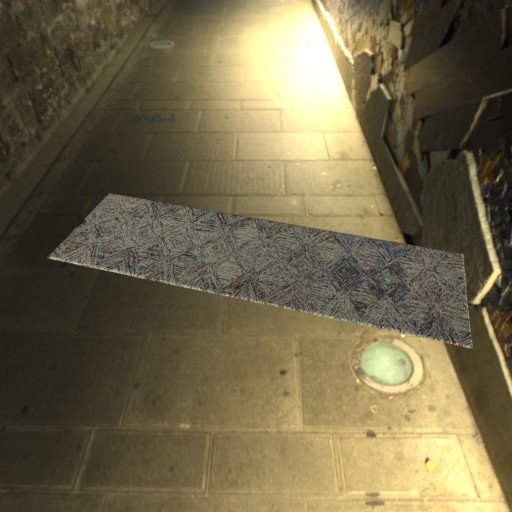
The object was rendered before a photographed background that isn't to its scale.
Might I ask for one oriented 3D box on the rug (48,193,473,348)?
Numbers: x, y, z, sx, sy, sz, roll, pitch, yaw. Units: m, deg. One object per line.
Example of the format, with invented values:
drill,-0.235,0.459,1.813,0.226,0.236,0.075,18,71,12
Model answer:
rug,0.000,0.000,2.541,2.292,0.015,0.688,11,43,12
